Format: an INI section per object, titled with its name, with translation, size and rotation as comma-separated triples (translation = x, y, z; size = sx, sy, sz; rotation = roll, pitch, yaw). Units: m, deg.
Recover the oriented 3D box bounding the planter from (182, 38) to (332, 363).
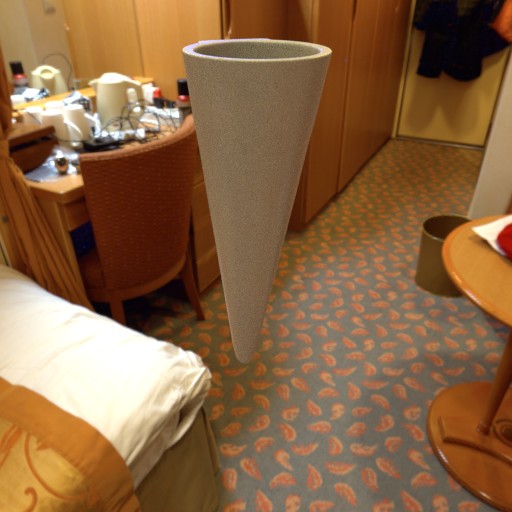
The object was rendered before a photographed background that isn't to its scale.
[planter]
translation = 0.000, 0.000, 0.224
size = 0.057, 0.191, 0.064
rotation = -10, 33, -15
